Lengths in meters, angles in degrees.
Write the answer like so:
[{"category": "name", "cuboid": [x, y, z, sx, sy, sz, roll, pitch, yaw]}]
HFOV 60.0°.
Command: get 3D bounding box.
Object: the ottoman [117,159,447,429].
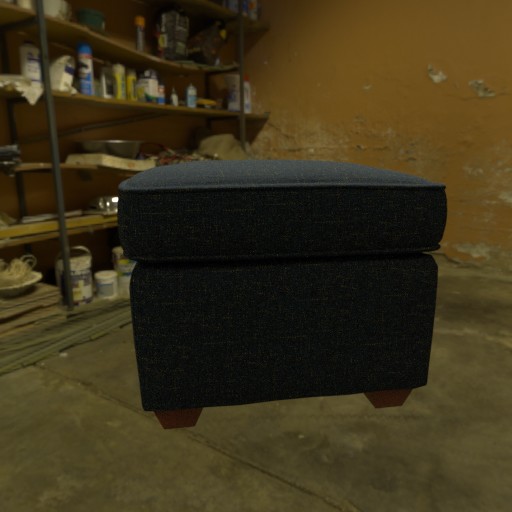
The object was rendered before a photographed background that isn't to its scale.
[{"category": "ottoman", "cuboid": [0.000, 0.000, 1.056, 0.549, 0.450, 0.749, -2, 13, -10]}]
